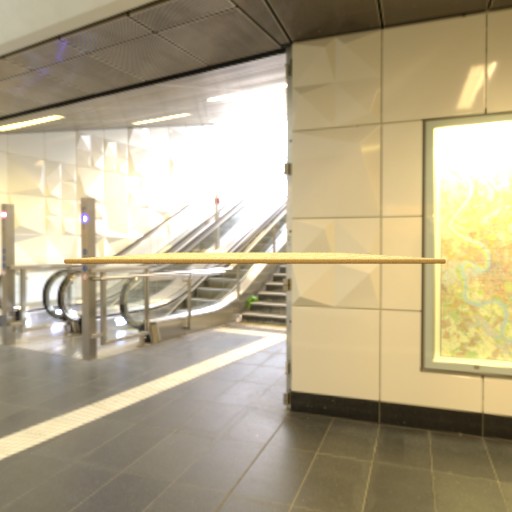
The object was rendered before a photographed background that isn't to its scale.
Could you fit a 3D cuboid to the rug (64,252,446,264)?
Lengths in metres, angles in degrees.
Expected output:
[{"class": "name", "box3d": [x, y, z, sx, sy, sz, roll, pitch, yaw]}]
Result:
[{"class": "rug", "box3d": [0.000, 0.000, 2.323, 1.222, 0.015, 1.828, 0, 1, 0]}]
